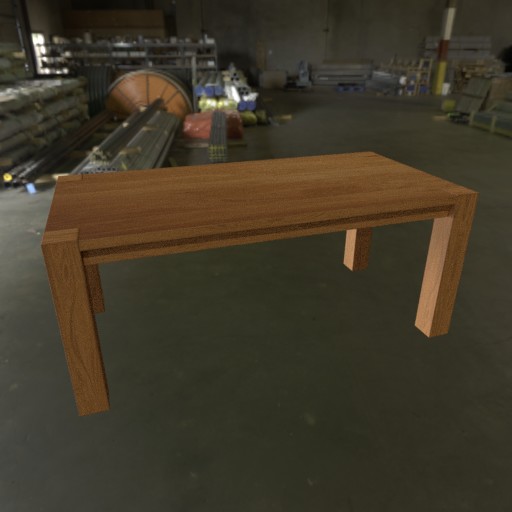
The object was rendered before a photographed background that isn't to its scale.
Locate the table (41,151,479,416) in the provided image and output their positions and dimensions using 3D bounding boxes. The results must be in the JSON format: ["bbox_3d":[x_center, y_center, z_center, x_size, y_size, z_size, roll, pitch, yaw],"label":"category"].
[{"bbox_3d":[0.000,0.000,2.267,1.800,0.760,0.900,-8,27,-17],"label":"table"}]
